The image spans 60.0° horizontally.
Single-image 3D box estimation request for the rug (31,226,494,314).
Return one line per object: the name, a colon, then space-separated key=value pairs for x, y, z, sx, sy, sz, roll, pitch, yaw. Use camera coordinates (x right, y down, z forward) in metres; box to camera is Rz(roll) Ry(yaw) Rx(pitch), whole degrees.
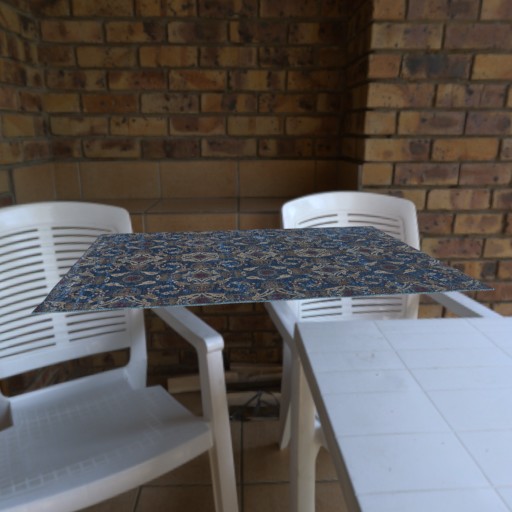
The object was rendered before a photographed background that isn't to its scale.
rug: x=0.000 y=0.000 z=2.830 sx=2.207 sy=0.014 sz=1.567 roll=-2 pitch=16 yaw=-8
